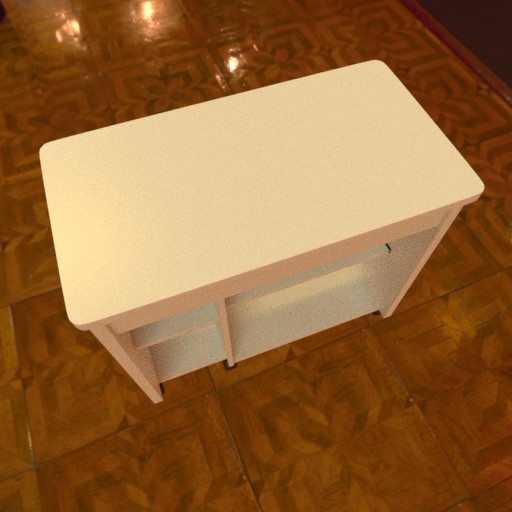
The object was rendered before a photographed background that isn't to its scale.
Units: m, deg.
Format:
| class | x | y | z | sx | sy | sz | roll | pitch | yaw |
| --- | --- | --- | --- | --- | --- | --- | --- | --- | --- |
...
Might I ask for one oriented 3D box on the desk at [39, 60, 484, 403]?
| class | x | y | z | sx | sy | sz | roll | pitch | yaw |
| --- | --- | --- | --- | --- | --- | --- | --- | --- | --- |
| desk | 0.000 | 0.000 | 1.293 | 0.877 | 0.763 | 0.475 | -18 | 61 | -10 |
